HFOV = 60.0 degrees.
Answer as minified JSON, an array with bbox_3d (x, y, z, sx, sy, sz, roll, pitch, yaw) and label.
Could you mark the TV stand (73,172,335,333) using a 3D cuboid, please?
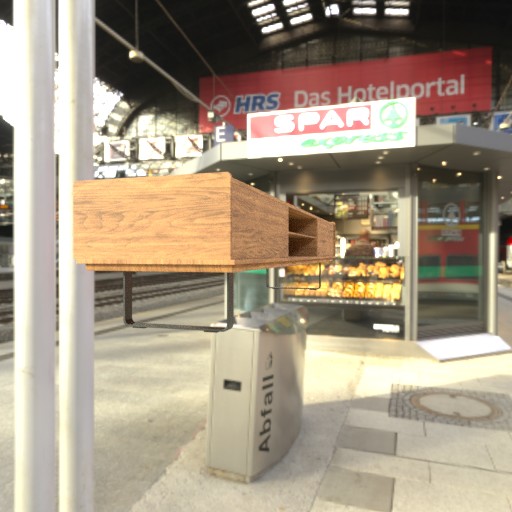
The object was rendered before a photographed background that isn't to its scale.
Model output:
[{"bbox_3d":[0.000,0.000,1.987,0.467,0.415,1.796,0,0,18],"label":"TV stand"}]
